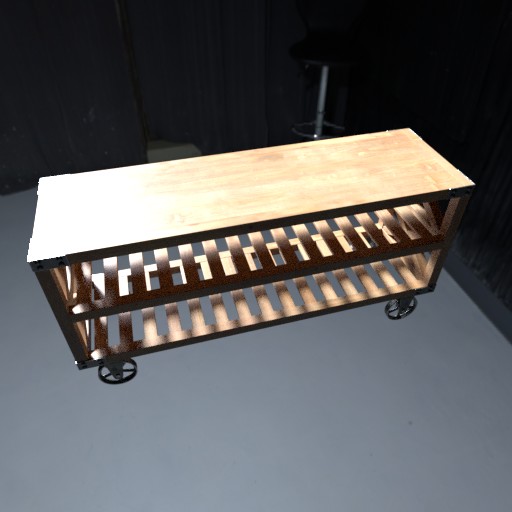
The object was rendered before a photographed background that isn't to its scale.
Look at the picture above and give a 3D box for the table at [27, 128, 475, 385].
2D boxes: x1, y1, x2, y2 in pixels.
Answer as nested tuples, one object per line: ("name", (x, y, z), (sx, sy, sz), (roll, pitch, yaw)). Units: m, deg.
("table", (0.000, 0.000, 1.808), (1.487, 0.711, 0.467), (-11, 43, -12))
